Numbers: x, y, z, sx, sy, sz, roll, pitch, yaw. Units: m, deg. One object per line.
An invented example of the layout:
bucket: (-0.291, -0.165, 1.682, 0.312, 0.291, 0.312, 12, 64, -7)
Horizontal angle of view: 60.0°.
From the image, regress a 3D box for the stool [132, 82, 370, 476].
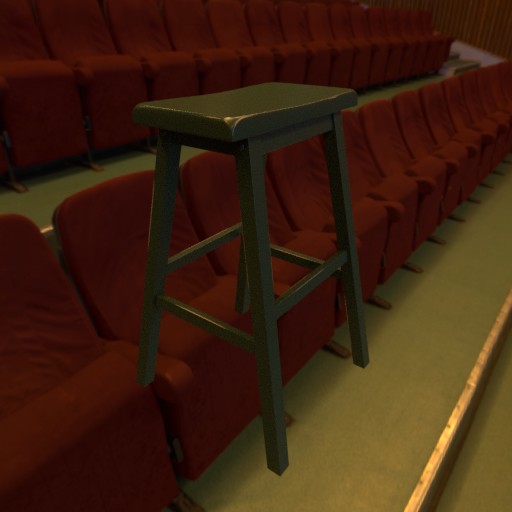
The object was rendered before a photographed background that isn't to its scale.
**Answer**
stool: (0.000, 0.000, 1.074, 0.476, 0.737, 0.457, 19, 33, 32)
